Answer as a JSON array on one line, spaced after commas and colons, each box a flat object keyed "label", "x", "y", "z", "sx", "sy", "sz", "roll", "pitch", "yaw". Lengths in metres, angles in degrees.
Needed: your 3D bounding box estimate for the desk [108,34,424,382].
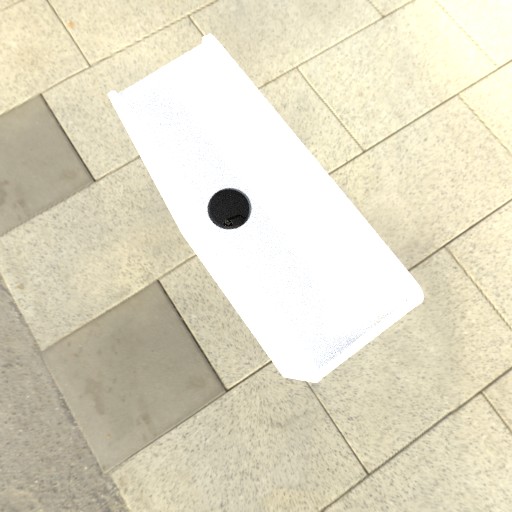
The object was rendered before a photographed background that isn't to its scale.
[{"label": "desk", "x": 0.000, "y": 0.000, "z": 1.509, "sx": 0.278, "sy": 1.190, "sz": 0.795, "roll": -35, "pitch": 78, "yaw": -8}]
